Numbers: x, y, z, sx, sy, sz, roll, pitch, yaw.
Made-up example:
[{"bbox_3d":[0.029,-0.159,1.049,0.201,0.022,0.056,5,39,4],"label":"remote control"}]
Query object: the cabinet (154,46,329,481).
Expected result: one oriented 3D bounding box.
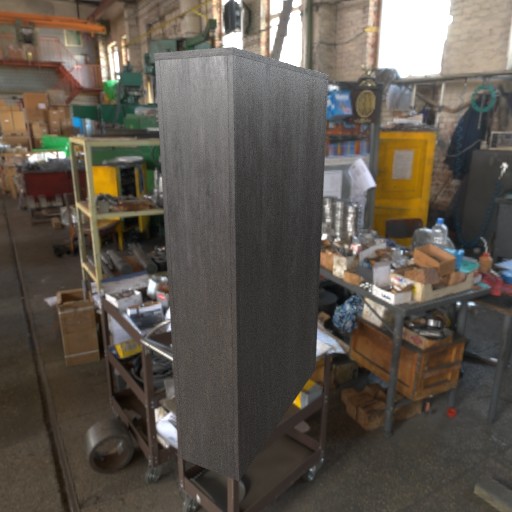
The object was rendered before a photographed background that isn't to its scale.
[{"bbox_3d":[0.000,0.000,1.617,0.250,1.280,0.750,8,19,25],"label":"cabinet"}]
